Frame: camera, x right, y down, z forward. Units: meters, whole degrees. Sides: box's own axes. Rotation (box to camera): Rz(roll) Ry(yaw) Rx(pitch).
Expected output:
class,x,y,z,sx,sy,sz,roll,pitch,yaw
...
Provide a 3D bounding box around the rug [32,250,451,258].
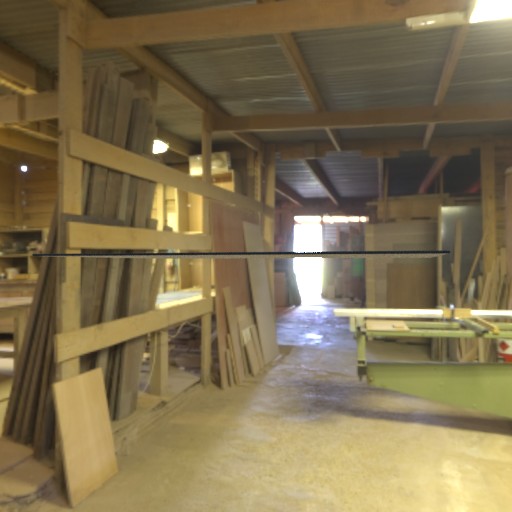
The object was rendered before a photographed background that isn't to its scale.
class,x,y,z,sx,sy,sz,roll,pitch,yaw
rug,0.000,0.000,2.987,2.294,0.014,1.528,0,-1,18
